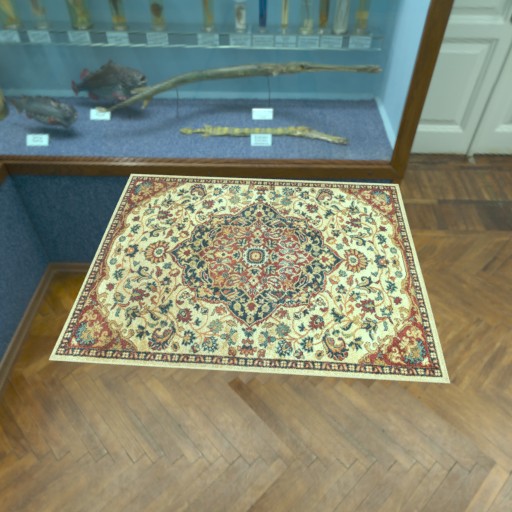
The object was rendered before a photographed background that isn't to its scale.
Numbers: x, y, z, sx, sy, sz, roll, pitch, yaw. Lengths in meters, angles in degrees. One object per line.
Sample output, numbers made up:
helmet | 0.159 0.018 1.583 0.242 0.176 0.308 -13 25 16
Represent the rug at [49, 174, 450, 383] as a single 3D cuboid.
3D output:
rug | 0.000 0.000 4.220 3.067 0.005 2.454 3 46 3
